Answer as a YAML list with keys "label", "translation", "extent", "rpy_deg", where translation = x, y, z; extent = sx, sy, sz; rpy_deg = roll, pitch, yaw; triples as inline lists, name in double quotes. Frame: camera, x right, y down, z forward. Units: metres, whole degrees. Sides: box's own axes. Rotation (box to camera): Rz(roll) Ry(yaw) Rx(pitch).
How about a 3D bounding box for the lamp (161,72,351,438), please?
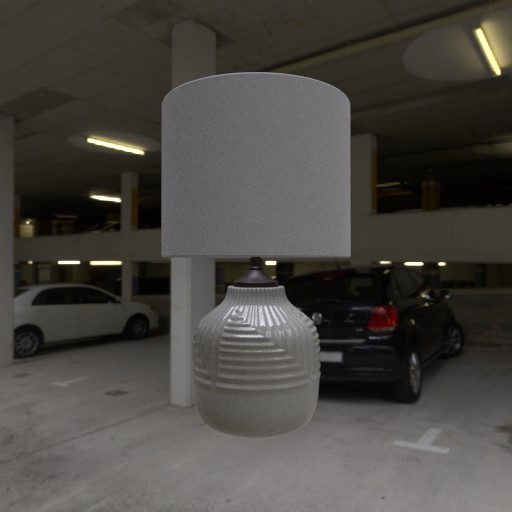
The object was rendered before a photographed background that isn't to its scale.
- label: "lamp"
  translation: [0.000, 0.000, 0.761]
  extent: [0.318, 0.567, 0.318]
  rpy_deg: [0, -1, 0]
